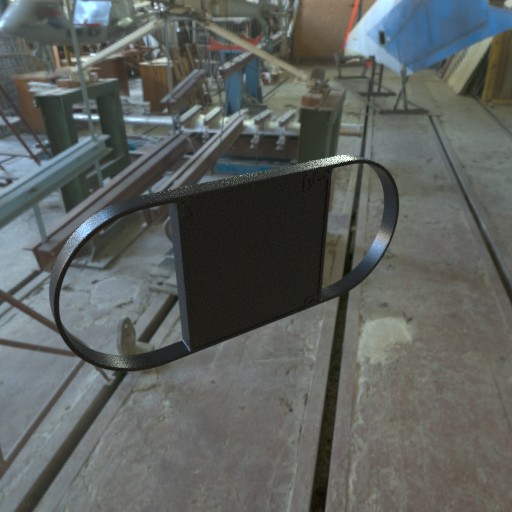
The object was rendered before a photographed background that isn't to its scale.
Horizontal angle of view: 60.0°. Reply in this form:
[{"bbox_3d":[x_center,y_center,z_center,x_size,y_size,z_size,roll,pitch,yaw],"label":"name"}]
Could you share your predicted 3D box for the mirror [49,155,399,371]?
[{"bbox_3d":[0.000,0.000,0.678,0.584,0.254,0.032,-17,33,-27],"label":"mirror"}]
